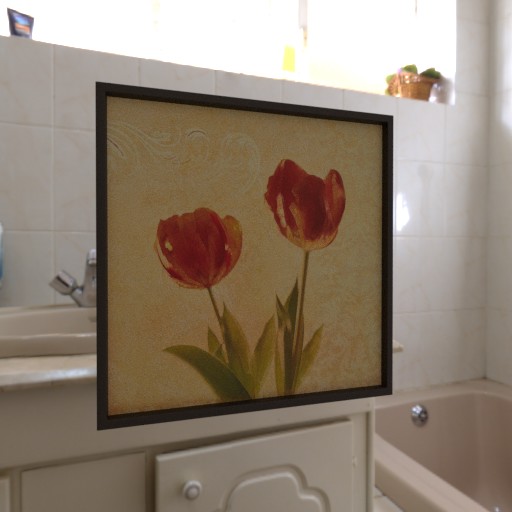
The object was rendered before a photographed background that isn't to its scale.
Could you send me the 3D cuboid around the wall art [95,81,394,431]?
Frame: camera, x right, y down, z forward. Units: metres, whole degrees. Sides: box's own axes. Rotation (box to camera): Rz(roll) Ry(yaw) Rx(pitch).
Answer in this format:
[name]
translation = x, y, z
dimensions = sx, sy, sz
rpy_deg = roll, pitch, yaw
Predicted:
[wall art]
translation = 0.000, 0.000, 0.516
dimensions = 0.349, 0.349, 0.038
rpy_deg = 0, 1, -19
